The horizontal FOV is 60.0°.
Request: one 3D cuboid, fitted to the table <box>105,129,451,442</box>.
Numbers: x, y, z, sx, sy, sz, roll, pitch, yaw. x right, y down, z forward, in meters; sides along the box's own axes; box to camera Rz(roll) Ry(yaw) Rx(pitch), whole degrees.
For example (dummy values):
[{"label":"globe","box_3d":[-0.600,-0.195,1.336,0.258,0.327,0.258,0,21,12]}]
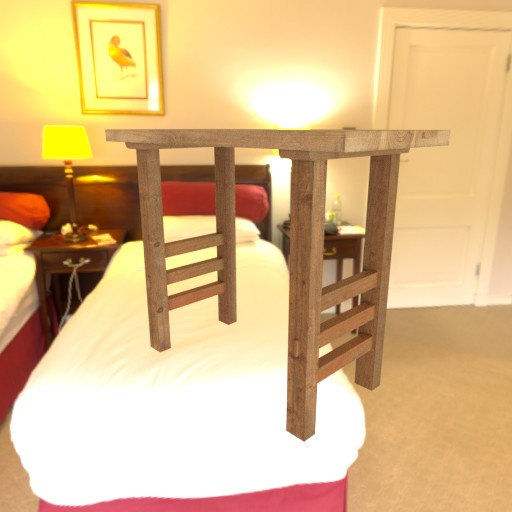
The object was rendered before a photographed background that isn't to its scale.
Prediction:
[{"label":"table","box_3d":[0.000,0.000,1.666,0.556,0.914,1.119,-15,22,-43]}]
